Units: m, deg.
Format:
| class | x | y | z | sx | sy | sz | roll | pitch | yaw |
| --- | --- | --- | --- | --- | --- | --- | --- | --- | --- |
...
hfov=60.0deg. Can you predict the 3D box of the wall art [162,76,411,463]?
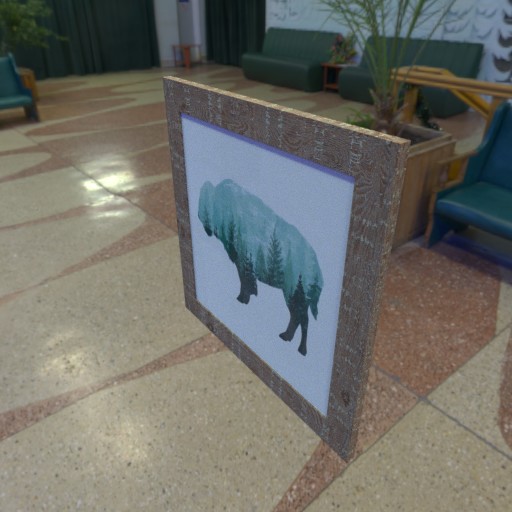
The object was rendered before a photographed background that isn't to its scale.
| class | x | y | z | sx | sy | sz | roll | pitch | yaw |
| --- | --- | --- | --- | --- | --- | --- | --- | --- | --- |
| wall art | 0.000 | 0.000 | 0.560 | 0.022 | 0.380 | 0.380 | -21 | 37 | -31 |
